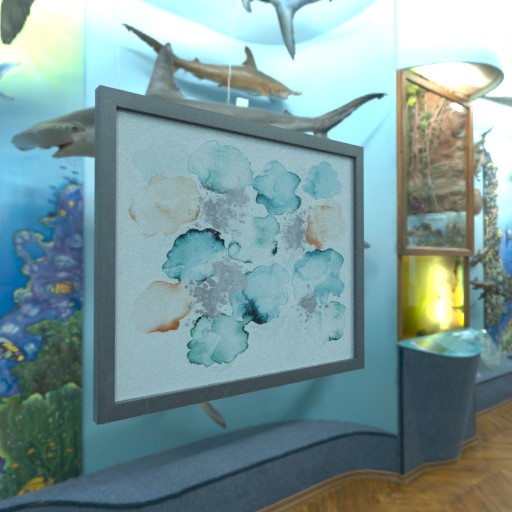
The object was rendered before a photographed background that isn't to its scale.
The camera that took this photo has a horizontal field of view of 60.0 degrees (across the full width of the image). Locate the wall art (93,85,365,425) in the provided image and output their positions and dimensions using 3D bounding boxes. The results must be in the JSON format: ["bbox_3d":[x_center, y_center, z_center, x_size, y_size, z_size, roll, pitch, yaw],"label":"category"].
[{"bbox_3d":[0.000,0.000,0.932,0.660,0.558,0.026,1,-1,-36],"label":"wall art"}]
